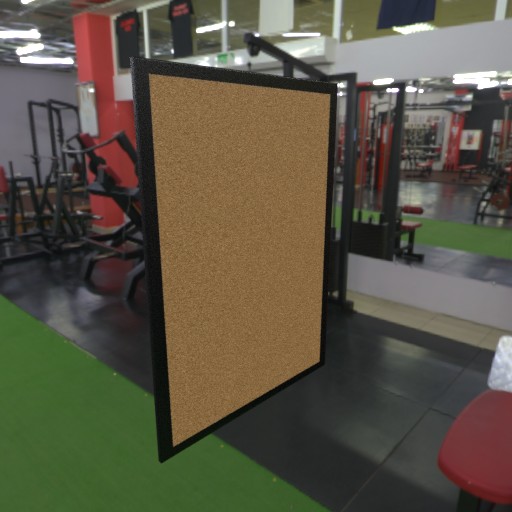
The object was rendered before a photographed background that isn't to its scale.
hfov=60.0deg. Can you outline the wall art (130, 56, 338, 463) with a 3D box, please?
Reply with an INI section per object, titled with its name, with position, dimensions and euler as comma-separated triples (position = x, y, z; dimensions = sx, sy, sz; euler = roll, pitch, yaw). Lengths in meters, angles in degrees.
[wall art]
position = 0.000, 0.000, 1.258
dimensions = 0.013, 0.967, 0.707
euler = 15, 21, 43
